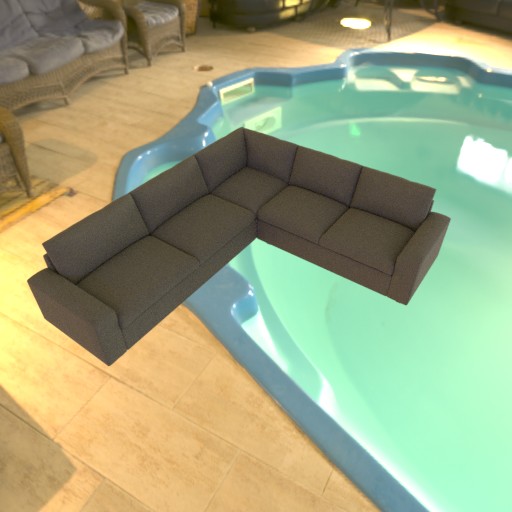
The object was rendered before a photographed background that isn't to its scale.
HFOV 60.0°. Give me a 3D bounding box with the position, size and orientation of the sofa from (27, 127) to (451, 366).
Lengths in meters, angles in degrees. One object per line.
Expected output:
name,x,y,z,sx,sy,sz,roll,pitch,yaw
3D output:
sofa,0.000,0.000,4.544,2.895,0.965,3.277,25,47,26
